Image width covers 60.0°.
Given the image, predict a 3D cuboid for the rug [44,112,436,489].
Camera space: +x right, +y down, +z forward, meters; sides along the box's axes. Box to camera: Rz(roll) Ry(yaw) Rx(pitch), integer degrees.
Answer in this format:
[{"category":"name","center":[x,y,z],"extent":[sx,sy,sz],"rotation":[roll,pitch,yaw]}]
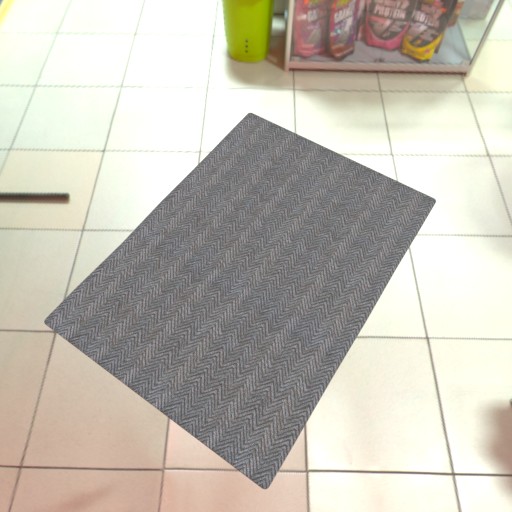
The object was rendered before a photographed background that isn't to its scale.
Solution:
[{"category":"rug","center":[0.000,0.000,5.212],"extent":[2.894,0.011,3.957],"rotation":[30,64,17]}]
